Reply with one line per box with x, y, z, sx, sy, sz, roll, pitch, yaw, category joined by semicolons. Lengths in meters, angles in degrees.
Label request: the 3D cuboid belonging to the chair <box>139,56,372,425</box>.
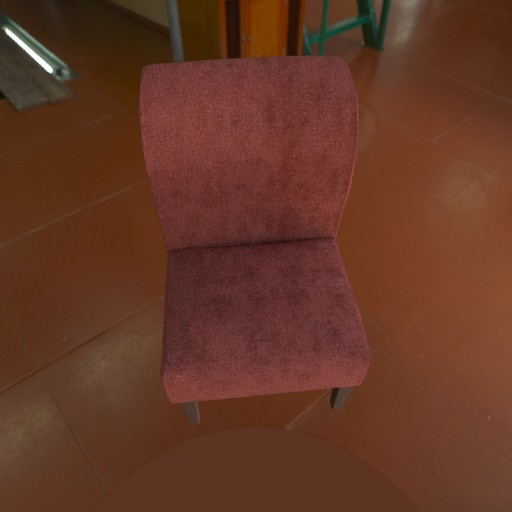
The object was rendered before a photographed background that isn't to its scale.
0.000;0.000;1.238;0.538;0.846;0.640;-4;47;-4;chair
